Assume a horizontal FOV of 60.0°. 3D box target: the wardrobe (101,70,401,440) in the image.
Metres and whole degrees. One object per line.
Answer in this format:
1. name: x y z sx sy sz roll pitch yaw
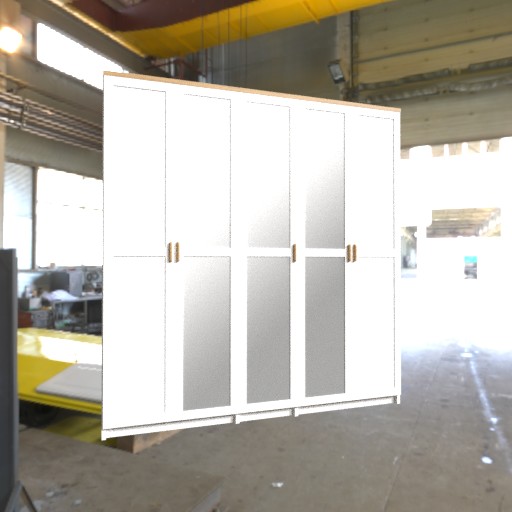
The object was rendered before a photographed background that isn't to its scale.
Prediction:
1. wardrobe: 0.000 0.000 3.299 2.160 2.260 0.590 0 -1 -19
